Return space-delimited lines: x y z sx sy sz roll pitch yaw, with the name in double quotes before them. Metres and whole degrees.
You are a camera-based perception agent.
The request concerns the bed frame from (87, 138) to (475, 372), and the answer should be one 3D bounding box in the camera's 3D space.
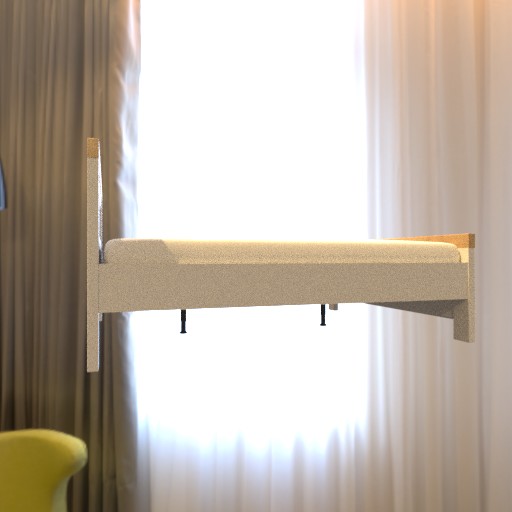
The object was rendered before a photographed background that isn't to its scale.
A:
"bed frame" 0.000 0.000 2.966 2.050 0.980 1.670 0 0 -19
